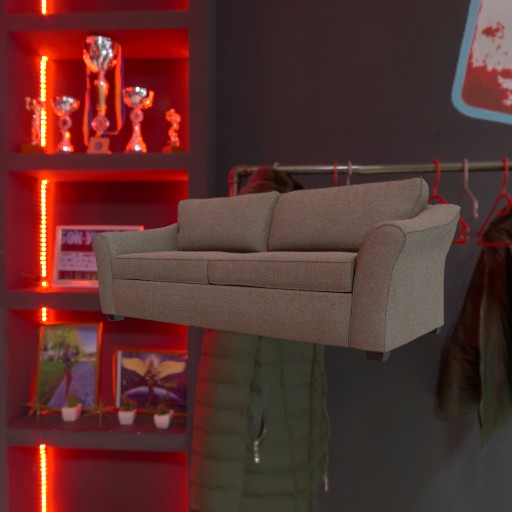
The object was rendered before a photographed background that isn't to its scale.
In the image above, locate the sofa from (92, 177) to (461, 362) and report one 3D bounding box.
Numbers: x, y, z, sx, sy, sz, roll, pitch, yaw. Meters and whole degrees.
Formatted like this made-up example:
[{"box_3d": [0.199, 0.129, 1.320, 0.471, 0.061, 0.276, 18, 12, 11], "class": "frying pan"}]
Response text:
[{"box_3d": [0.000, 0.000, 2.852, 2.270, 0.906, 0.986, 1, 1, 36], "class": "sofa"}]
